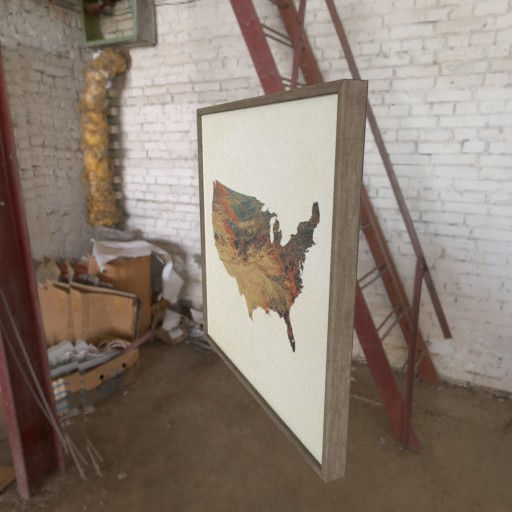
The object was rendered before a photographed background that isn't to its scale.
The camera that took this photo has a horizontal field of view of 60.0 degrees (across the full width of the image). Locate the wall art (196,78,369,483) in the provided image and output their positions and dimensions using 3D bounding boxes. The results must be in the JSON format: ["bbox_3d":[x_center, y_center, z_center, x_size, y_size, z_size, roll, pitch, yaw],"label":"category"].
[{"bbox_3d":[0.000,0.000,1.121,0.050,0.751,0.749,-7,16,-24],"label":"wall art"}]
